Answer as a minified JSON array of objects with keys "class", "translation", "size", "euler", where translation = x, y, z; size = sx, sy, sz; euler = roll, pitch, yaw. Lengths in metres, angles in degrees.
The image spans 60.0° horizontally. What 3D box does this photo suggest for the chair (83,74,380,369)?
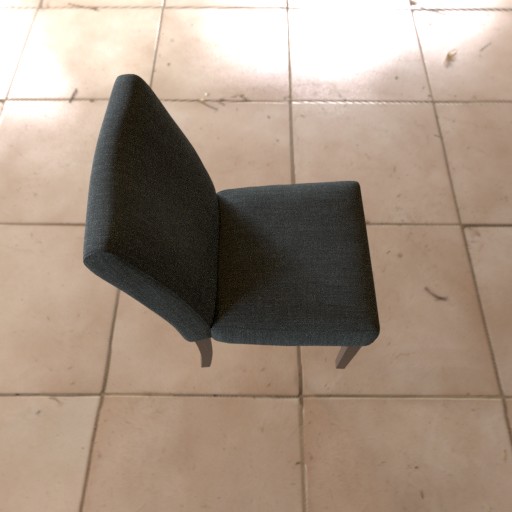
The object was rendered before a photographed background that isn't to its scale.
[{"class":"chair","translation":[0.000,0.000,1.228],"size":[0.629,0.884,0.487],"euler":[-1,63,0]}]
